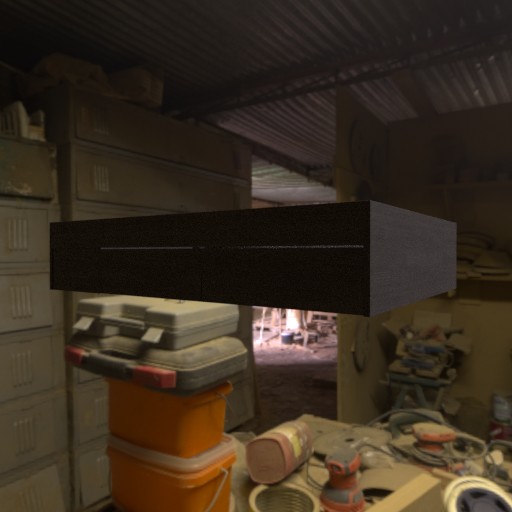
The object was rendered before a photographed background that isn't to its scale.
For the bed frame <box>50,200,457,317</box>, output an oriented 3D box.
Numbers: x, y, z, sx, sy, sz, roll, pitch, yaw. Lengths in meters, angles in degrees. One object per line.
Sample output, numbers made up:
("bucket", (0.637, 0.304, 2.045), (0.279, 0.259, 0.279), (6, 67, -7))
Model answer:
("bed frame", (0.000, 0.000, 2.641), (1.944, 0.459, 1.448), (0, 1, 35))
